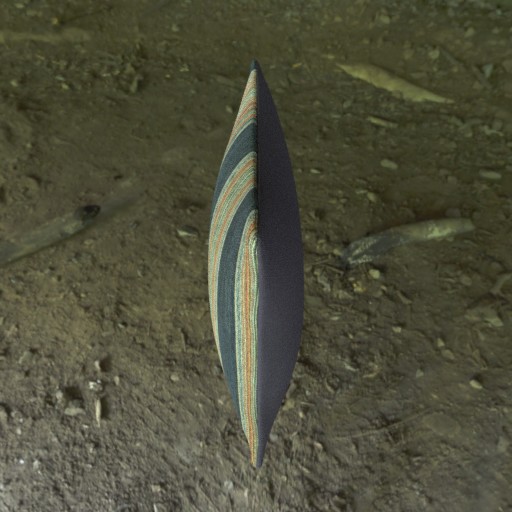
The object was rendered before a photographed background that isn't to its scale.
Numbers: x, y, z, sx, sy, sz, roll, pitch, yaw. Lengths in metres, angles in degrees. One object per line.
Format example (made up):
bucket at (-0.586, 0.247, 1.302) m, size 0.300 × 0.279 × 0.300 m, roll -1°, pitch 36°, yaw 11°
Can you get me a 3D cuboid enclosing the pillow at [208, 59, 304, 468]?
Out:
pillow at (0.000, 0.000, 0.643) m, size 0.136 × 0.419 × 0.437 m, roll 0°, pitch 41°, yaw 0°
